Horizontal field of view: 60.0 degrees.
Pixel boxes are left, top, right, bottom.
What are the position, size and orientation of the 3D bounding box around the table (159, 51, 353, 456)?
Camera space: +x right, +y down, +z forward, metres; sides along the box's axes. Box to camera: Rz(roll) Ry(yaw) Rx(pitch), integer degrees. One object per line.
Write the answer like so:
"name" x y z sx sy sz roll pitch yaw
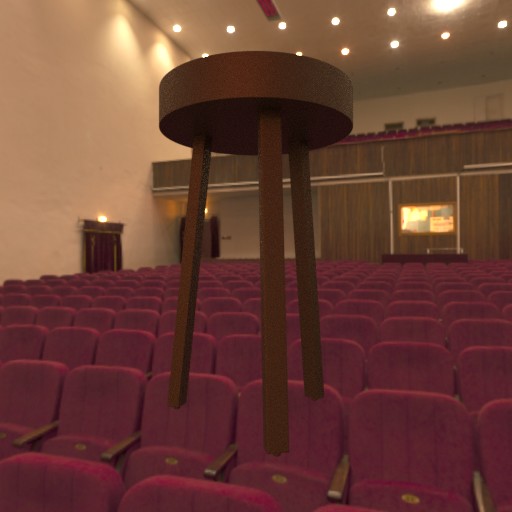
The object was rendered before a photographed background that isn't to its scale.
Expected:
"table" 0.000 0.000 0.945 0.406 0.686 0.406 0 -1 20
